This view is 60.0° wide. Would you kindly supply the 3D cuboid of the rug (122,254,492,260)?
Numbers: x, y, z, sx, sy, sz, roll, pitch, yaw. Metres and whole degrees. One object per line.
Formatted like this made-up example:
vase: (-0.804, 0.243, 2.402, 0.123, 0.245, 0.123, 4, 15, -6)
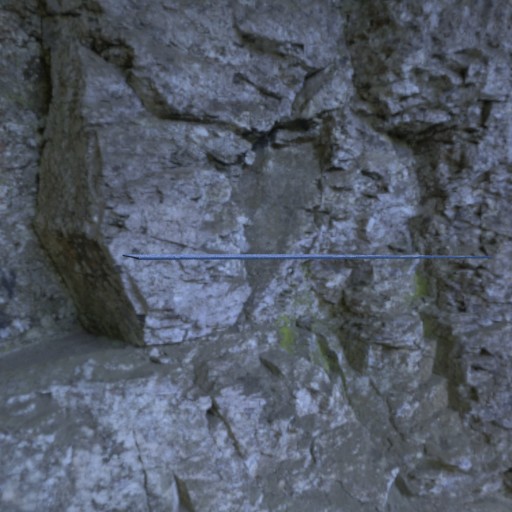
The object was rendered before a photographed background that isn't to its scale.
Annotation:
rug: (0.000, 0.000, 4.342, 2.432, 0.018, 3.342, 0, 0, -18)
